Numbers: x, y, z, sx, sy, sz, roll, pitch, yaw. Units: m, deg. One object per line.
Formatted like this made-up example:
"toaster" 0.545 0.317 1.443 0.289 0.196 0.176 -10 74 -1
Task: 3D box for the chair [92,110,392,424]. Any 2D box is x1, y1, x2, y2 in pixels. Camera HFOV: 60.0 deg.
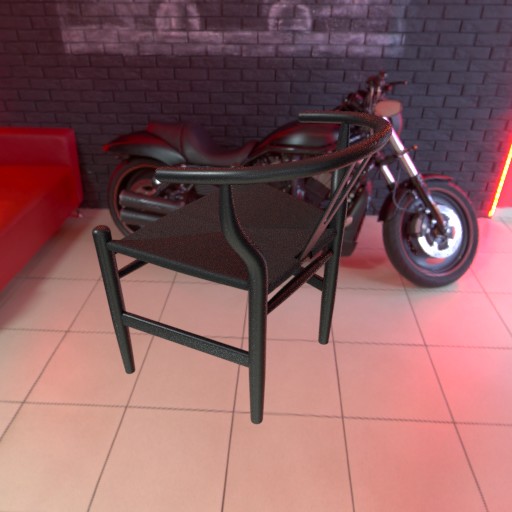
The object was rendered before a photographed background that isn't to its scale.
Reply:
"chair" 0.000 0.000 1.167 0.579 0.730 0.569 21 38 30
